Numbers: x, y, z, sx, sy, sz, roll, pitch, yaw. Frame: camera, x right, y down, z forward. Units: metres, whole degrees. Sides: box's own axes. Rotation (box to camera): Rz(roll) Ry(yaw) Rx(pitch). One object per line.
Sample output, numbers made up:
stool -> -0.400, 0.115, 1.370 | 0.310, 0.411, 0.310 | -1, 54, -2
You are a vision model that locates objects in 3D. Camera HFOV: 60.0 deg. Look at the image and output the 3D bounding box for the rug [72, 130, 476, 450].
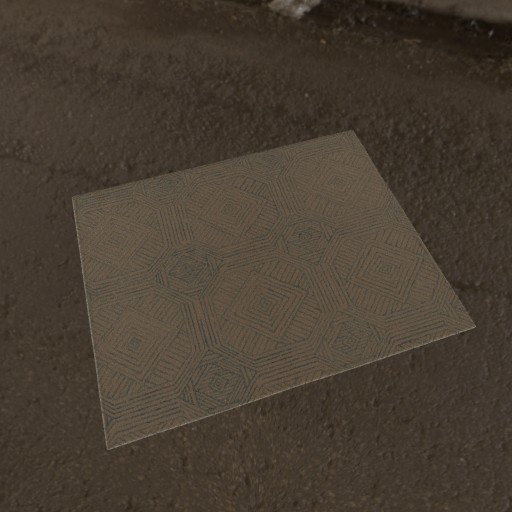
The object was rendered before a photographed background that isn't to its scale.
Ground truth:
rug -> 0.000, 0.000, 4.046 | 3.049, 0.015, 2.457 | -16, 60, -9
